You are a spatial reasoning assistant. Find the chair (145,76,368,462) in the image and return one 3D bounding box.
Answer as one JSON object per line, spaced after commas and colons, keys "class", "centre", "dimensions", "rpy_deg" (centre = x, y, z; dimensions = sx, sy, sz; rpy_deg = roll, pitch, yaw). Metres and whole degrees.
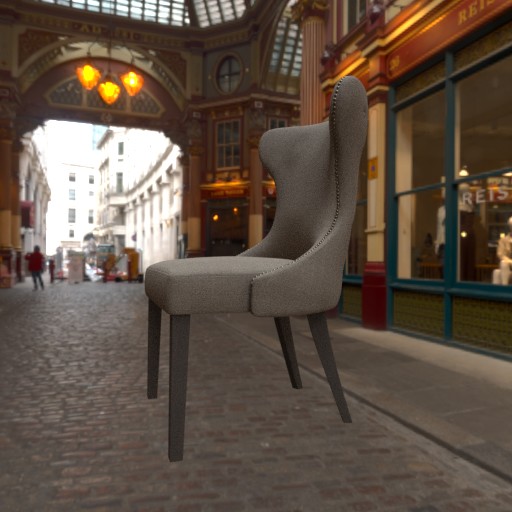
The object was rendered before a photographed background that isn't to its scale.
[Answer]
{"class": "chair", "centre": [0.000, 0.000, 1.384], "dimensions": [0.635, 0.967, 0.628], "rpy_deg": [0, 0, -20]}
